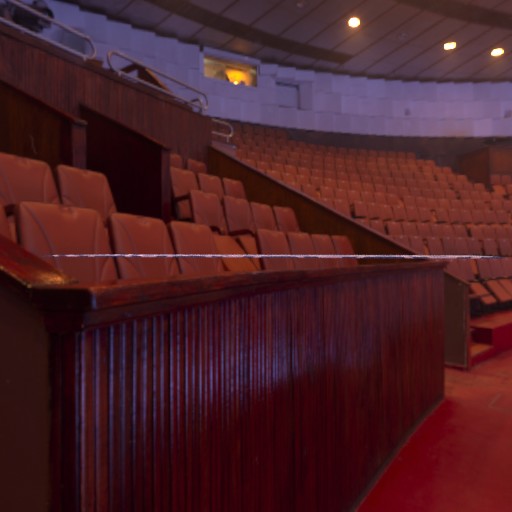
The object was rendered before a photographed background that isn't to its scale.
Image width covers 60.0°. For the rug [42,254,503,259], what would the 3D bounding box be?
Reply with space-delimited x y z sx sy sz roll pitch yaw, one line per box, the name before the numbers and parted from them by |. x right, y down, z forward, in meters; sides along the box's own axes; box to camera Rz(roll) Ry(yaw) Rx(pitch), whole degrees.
rug | 0.000 0.000 2.452 2.296 0.006 0.685 0 1 18
